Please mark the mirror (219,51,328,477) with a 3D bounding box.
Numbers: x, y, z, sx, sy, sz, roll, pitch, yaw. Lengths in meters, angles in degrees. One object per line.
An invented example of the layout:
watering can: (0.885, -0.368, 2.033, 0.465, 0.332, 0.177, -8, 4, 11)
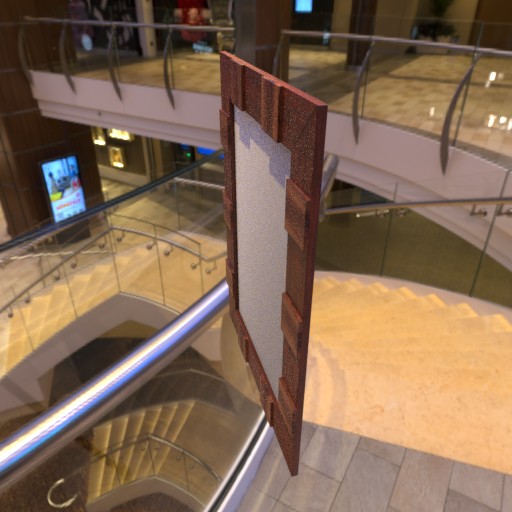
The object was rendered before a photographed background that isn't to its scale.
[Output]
mirror: (0.000, 0.000, 1.030, 0.021, 0.805, 0.600, -9, 32, -14)
